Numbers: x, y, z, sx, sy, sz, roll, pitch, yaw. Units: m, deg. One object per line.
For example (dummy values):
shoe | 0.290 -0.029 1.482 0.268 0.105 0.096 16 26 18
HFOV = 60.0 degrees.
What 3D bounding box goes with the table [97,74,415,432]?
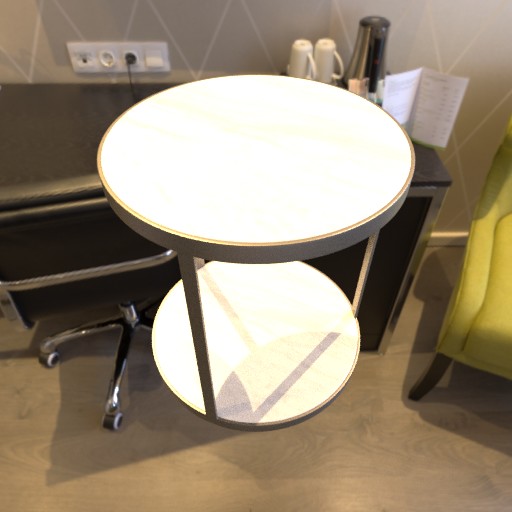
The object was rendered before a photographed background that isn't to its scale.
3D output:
table | 0.000 0.000 0.808 0.445 0.479 0.445 0 45 0
